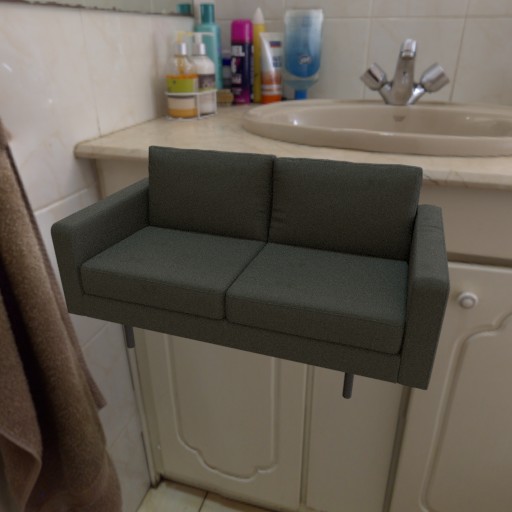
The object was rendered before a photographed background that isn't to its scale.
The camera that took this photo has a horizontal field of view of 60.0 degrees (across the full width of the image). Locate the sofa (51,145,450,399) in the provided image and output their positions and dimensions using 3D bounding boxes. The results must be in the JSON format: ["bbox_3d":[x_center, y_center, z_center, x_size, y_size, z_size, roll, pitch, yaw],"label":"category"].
[{"bbox_3d":[0.000,0.000,2.249,1.730,0.897,0.889,8,27,17],"label":"sofa"}]
